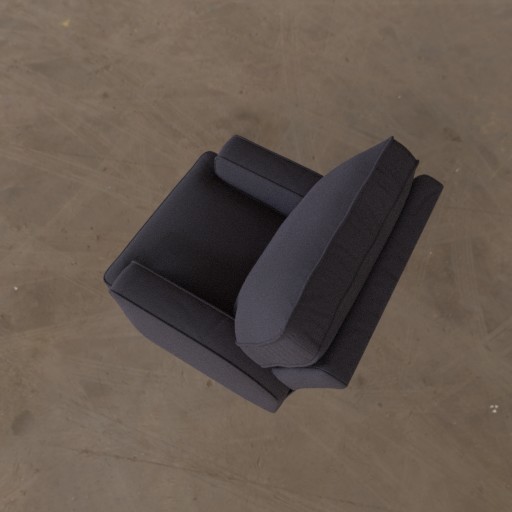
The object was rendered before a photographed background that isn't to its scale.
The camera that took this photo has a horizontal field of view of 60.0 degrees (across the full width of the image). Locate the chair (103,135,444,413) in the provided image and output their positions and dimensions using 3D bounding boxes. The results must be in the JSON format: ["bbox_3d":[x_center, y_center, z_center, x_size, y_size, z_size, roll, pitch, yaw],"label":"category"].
[{"bbox_3d":[0.000,0.000,1.692,0.964,0.962,0.861,28,66,13],"label":"chair"}]
